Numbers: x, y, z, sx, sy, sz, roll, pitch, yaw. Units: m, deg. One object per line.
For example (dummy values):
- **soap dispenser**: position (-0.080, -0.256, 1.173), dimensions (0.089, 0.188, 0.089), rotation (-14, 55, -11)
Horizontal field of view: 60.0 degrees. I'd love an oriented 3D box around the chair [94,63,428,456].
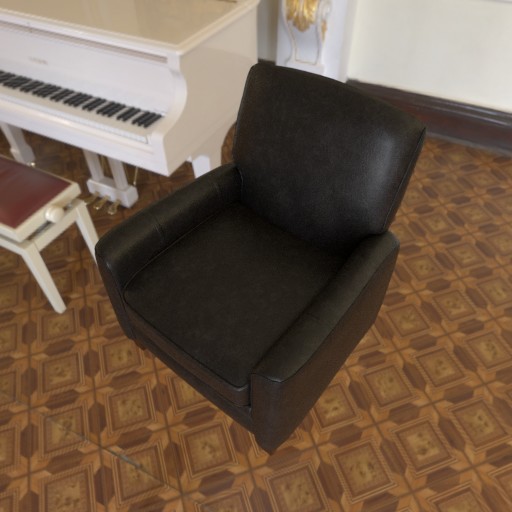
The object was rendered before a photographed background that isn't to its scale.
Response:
- **chair**: position (0.000, 0.000, 1.594), dimensions (0.848, 1.014, 0.864), rotation (31, 54, 25)
